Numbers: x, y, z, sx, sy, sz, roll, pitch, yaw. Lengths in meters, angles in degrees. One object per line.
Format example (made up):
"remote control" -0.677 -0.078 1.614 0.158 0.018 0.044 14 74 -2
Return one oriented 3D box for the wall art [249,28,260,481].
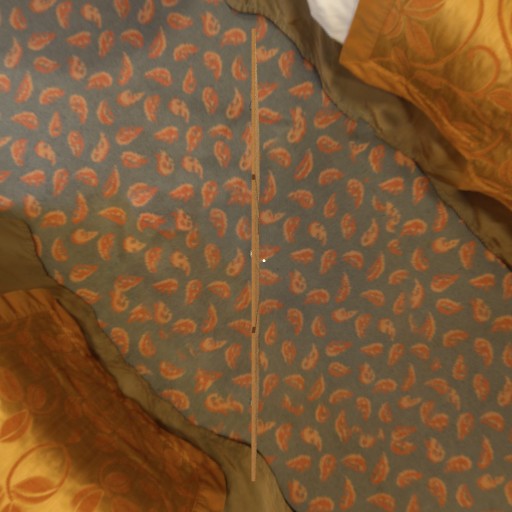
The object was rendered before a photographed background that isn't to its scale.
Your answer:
"wall art" 0.000 0.000 2.254 0.023 1.522 1.526 0 89 1
